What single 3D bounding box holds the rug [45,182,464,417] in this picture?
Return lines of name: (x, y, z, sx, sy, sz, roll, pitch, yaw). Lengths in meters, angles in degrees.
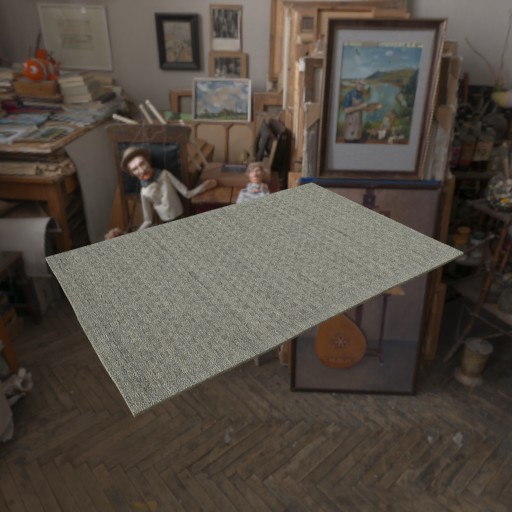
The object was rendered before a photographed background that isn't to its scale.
rug: (0.000, 0.000, 2.912, 2.297, 0.018, 1.532, -20, 36, -29)
